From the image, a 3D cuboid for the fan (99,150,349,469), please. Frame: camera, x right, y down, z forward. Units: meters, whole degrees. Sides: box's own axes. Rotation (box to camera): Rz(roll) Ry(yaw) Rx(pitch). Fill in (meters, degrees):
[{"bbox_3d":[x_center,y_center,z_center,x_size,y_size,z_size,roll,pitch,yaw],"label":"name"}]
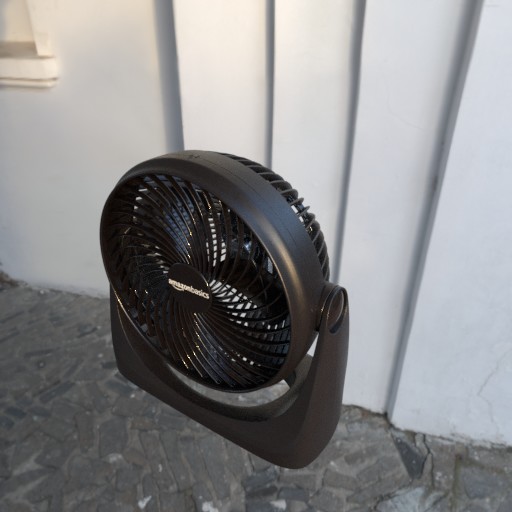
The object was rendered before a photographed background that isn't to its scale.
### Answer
[{"bbox_3d":[0.000,0.000,0.495,0.273,0.277,0.256,18,35,28],"label":"fan"}]
